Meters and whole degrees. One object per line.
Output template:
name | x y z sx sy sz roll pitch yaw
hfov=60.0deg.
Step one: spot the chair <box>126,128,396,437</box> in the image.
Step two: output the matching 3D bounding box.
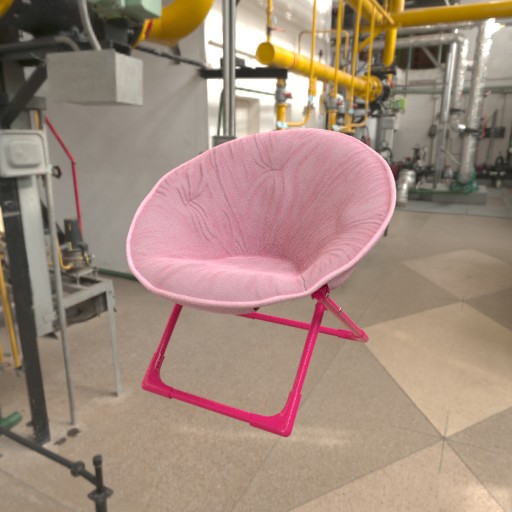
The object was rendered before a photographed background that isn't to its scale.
chair | 0.000 0.000 0.891 0.522 0.494 0.459 8 18 26
